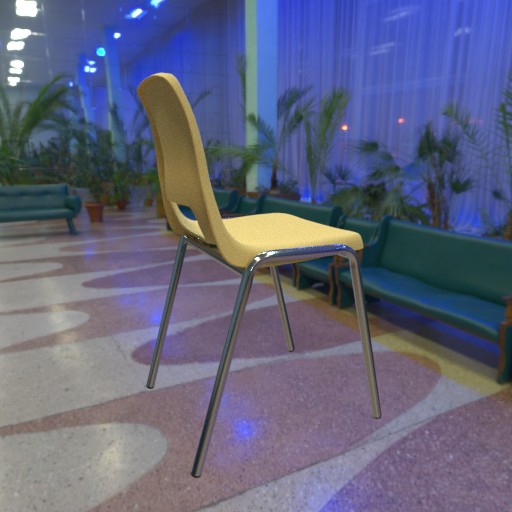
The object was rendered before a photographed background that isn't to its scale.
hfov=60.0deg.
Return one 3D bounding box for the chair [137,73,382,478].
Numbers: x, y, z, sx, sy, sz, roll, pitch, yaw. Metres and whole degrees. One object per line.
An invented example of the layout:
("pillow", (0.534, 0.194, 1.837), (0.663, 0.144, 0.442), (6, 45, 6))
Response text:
("chair", (0.000, 0.000, 0.958), (0.436, 0.704, 0.381), (-7, 16, -26))
